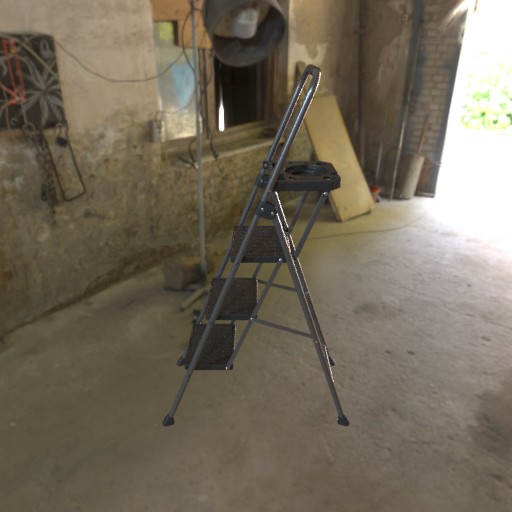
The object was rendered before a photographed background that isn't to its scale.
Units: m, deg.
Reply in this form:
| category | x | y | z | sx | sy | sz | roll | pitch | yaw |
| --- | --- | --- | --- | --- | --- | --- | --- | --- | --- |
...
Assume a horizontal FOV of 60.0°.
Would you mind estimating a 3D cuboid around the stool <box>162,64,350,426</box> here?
| category | x | y | z | sx | sy | sz | roll | pitch | yaw |
| --- | --- | --- | --- | --- | --- | --- | --- | --- | --- |
| stool | 0.000 | 0.000 | 1.615 | 0.733 | 1.277 | 0.396 | 0 | 26 | 0 |
